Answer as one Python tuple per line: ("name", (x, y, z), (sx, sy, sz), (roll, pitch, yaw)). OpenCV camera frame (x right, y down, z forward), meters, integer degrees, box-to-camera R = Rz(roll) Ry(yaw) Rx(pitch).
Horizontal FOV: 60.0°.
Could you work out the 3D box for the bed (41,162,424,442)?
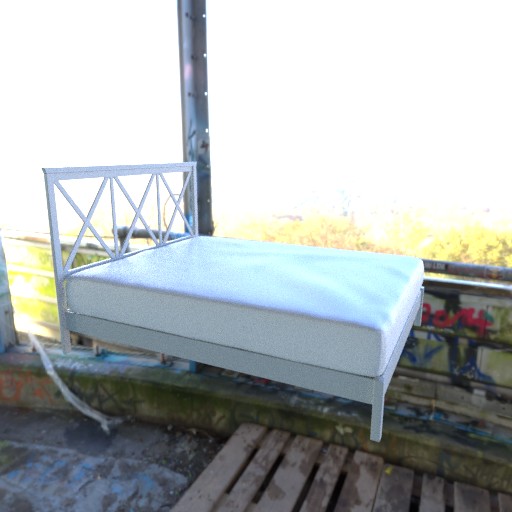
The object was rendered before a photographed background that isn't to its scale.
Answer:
("bed", (0.000, 0.000, 3.143), (2.135, 1.253, 1.673), (7, 15, 26))
